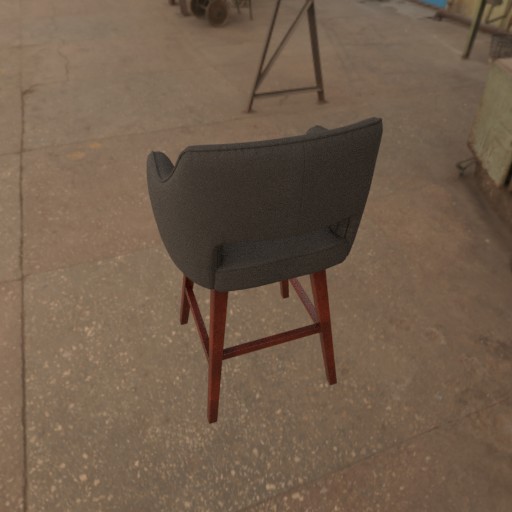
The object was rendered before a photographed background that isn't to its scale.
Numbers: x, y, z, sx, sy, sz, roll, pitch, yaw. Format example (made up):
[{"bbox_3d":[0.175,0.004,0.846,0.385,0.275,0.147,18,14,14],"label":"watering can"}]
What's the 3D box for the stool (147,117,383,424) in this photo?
[{"bbox_3d":[0.000,0.000,1.351,0.548,1.012,0.558,-13,43,-14],"label":"stool"}]
